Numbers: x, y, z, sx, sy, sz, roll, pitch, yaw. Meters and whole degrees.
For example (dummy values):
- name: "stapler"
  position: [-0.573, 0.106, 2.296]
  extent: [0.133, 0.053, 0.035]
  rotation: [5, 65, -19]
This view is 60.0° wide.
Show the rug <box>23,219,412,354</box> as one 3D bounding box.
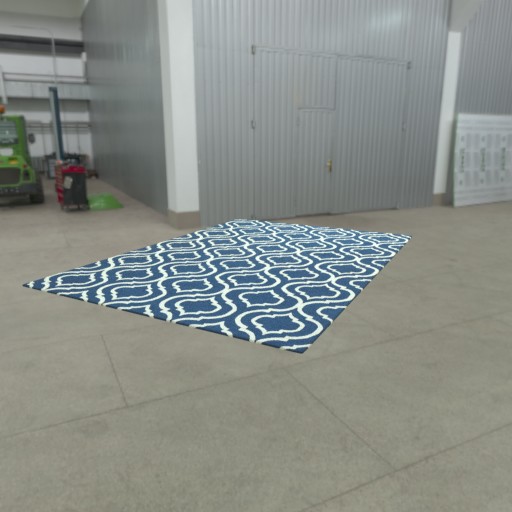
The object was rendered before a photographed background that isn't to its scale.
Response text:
- name: "rug"
  position: [0.000, 0.000, 2.782]
  extent: [1.524, 0.010, 2.134]
  rotation: [8, 17, 27]
